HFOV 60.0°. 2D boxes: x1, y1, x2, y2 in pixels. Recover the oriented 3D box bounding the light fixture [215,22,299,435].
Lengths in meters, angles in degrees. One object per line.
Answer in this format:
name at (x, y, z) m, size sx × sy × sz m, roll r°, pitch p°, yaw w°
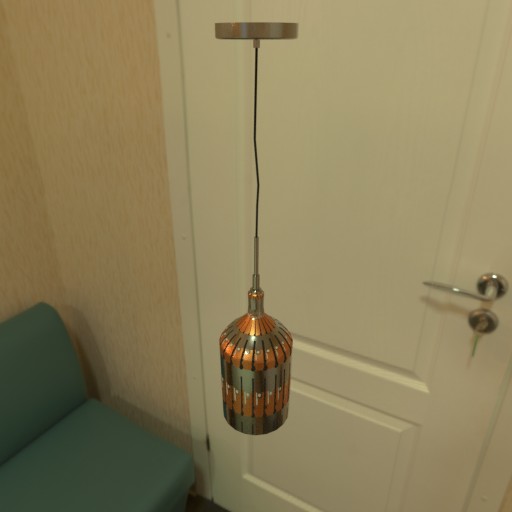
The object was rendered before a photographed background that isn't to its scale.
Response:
light fixture at (0.000, 0.000, 1.651) m, size 0.303 × 1.535 × 0.303 m, roll 0°, pitch 26°, yaw 0°
